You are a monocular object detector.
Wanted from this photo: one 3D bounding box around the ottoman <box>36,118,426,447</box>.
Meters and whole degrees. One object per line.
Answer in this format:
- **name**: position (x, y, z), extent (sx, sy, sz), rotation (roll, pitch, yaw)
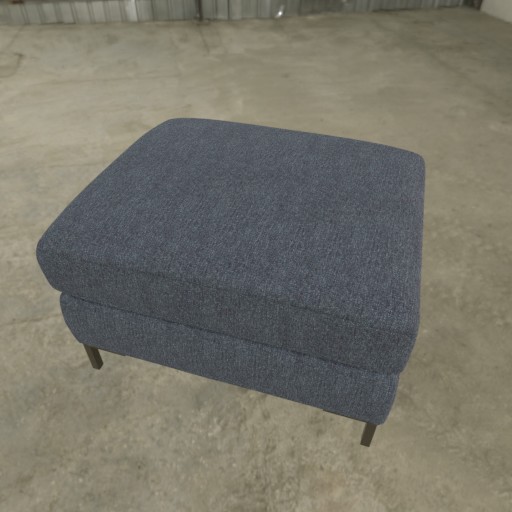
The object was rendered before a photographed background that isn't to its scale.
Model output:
- **ottoman**: position (0.000, 0.000, 1.255), extent (0.831, 0.533, 0.695), rotation (12, 43, 13)
